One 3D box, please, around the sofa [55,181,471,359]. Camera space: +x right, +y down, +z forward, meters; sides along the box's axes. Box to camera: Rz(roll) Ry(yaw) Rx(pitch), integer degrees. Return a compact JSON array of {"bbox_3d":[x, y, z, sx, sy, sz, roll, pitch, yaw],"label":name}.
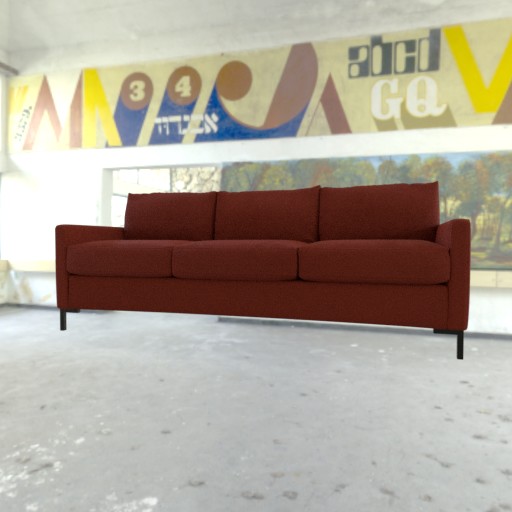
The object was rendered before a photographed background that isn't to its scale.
[{"bbox_3d":[0.000,0.000,2.657,2.252,0.879,0.875,1,2,17],"label":"sofa"}]
